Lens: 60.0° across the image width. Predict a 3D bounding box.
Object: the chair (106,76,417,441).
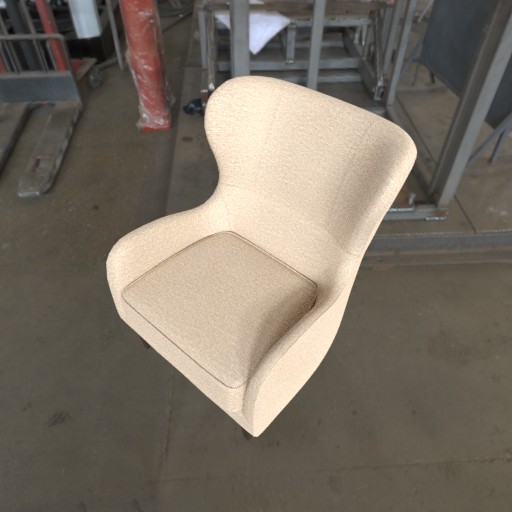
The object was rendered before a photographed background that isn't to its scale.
[{"bbox_3d":[0.000,0.000,1.825,0.861,1.064,0.984,33,54,28],"label":"chair"}]
